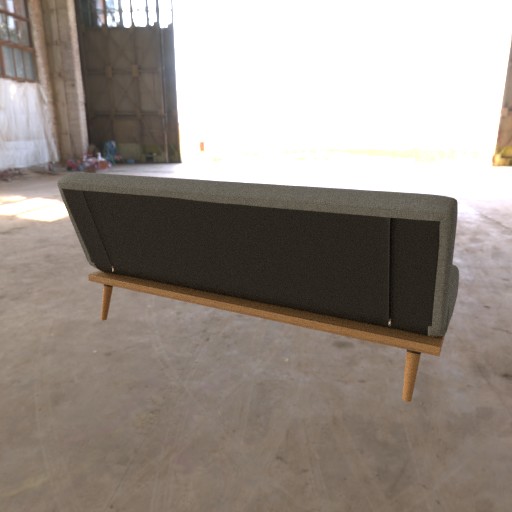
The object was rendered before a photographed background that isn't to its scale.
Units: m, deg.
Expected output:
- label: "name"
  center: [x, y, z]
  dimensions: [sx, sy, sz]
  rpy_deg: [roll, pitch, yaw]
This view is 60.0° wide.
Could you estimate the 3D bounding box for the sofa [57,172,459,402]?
- label: "sofa"
  center: [0.000, 0.000, 2.188]
  dimensions: [1.820, 0.800, 0.800]
  rpy_deg: [8, 18, 27]
